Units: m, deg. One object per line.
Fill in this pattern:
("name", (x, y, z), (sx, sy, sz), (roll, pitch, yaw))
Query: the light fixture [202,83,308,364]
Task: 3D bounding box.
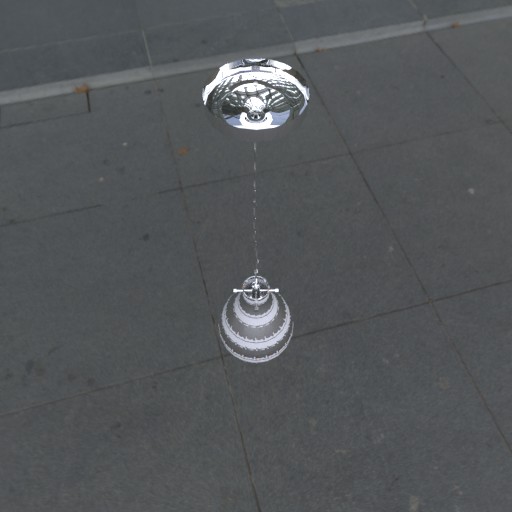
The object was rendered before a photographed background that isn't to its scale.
("light fixture", (0.000, 0.000, 1.646), (0.374, 1.457, 0.374), (0, 59, 0))
